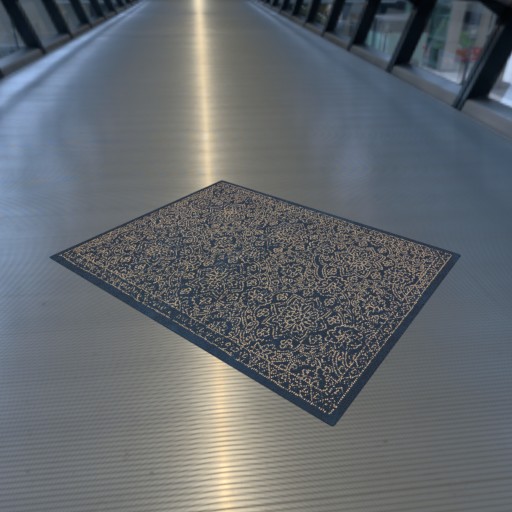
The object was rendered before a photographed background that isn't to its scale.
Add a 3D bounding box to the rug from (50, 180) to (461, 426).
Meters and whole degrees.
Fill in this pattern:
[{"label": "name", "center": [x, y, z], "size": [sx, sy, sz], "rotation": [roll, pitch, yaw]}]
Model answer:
[{"label": "rug", "center": [0.000, 0.000, 4.186], "size": [3.048, 0.010, 2.438], "rotation": [22, 38, 32]}]
